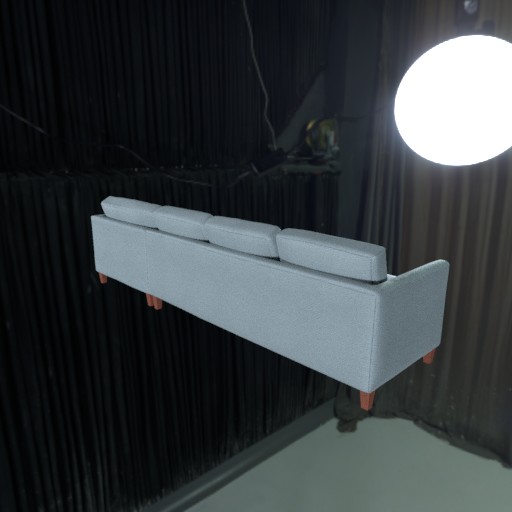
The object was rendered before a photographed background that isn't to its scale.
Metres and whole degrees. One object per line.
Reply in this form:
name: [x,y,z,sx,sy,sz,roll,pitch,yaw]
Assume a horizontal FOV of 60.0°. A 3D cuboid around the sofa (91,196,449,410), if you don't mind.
sofa: [0.000,0.000,4.115,1.604,0.950,3.471,-14,20,-43]
